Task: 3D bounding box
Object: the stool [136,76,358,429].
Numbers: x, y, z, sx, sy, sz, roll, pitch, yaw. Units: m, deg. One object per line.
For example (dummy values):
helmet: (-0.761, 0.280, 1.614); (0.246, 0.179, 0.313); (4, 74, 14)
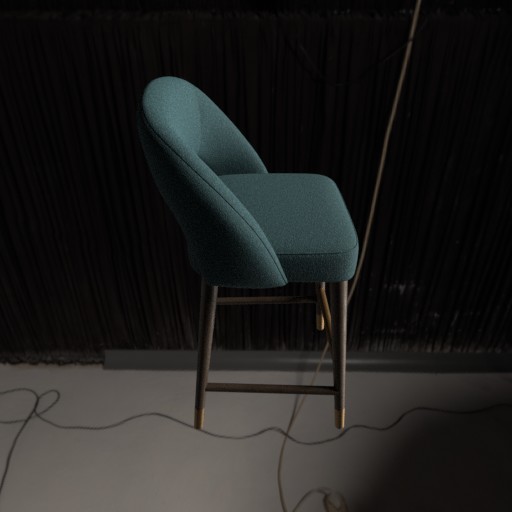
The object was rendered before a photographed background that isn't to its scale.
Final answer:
stool: (0.000, 0.000, 1.264); (0.522, 0.939, 0.536); (0, 32, 0)
